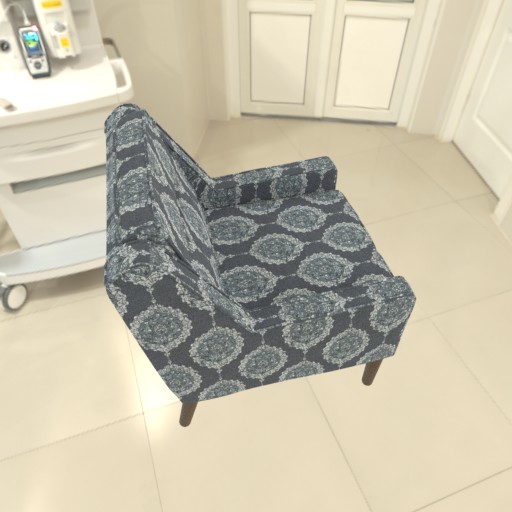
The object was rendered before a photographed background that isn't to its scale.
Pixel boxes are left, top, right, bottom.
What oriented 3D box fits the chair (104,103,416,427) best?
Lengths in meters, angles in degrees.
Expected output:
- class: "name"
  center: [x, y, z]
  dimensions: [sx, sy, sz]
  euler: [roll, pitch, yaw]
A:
- class: "chair"
  center: [0.000, 0.000, 1.344]
  dimensions: [0.743, 0.792, 0.663]
  euler: [-10, 47, -9]
